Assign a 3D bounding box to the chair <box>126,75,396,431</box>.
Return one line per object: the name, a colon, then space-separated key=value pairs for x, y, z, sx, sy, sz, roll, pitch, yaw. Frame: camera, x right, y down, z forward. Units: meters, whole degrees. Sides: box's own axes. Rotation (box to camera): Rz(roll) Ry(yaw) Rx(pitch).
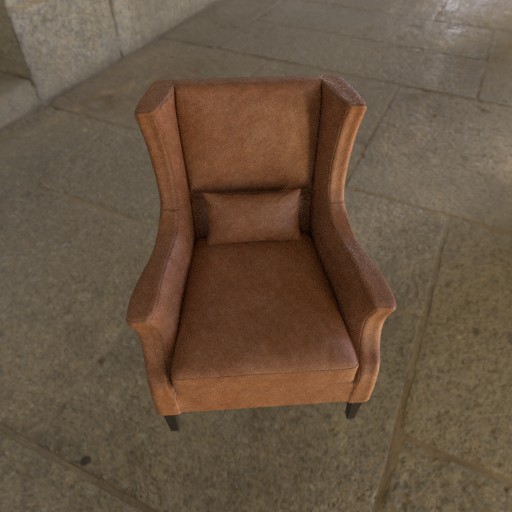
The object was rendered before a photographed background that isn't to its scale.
chair: x=0.000 y=0.000 z=1.662 sx=0.853 sy=1.016 sz=0.926 roll=-3 pitch=46 yaw=-3
